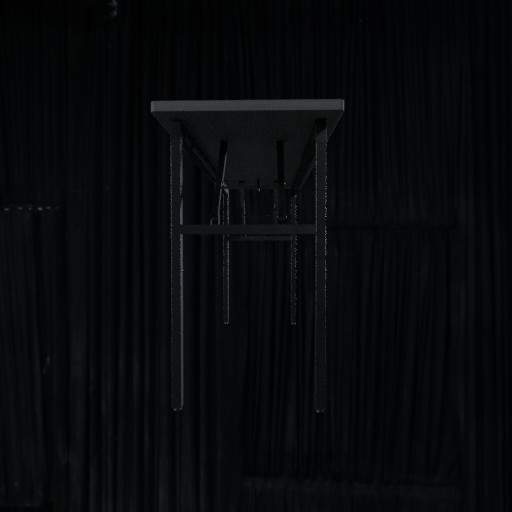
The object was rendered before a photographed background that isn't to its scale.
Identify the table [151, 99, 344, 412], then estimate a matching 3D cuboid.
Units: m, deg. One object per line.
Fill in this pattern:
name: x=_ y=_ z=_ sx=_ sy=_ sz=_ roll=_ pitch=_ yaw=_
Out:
table: x=0.000 y=0.000 z=1.728 sx=0.449 sy=0.750 sz=1.399 roll=0 pitch=1 yaw=2
